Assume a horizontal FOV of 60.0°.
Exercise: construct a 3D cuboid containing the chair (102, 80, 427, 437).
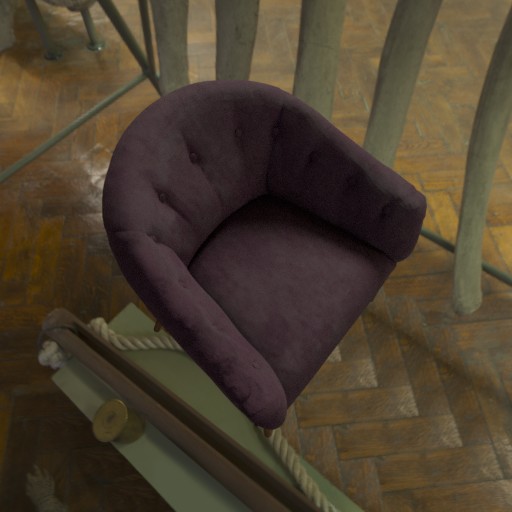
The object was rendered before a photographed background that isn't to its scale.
[{"bbox_3d":[0.000,0.000,1.459,0.776,0.885,0.851,35,66,19],"label":"chair"}]
